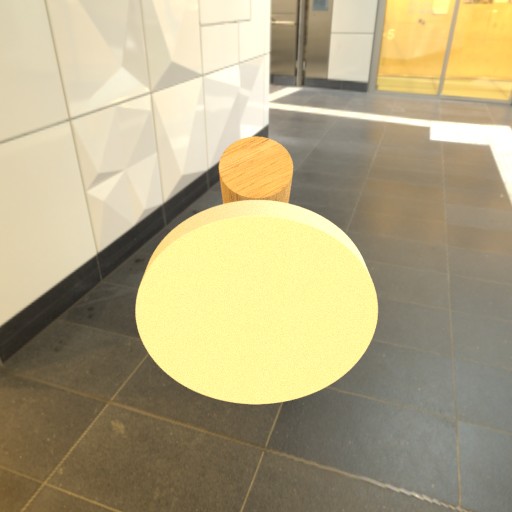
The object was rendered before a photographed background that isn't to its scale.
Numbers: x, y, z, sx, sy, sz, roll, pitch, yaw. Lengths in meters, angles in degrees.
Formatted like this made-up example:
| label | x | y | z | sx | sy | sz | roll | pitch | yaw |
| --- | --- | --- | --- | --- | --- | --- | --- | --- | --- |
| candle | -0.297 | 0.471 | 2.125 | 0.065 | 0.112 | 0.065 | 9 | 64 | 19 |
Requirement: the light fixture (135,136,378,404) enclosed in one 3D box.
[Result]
| label | x | y | z | sx | sy | sz | roll | pitch | yaw |
| --- | --- | --- | --- | --- | --- | --- | --- | --- | --- |
| light fixture | 0.000 | 0.000 | 0.333 | 0.127 | 0.199 | 0.209 | 0 | 30 | 0 |
